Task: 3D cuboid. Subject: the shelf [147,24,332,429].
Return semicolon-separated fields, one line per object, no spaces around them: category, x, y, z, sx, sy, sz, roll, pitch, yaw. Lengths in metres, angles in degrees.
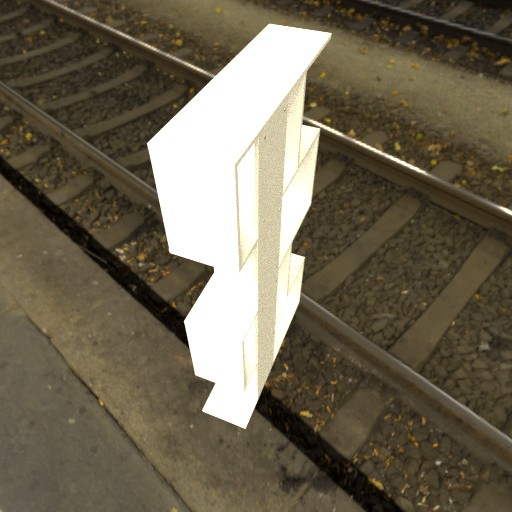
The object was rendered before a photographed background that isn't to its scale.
shelf;0.000;0.000;2.008;0.250;1.650;0.890;17;49;15
